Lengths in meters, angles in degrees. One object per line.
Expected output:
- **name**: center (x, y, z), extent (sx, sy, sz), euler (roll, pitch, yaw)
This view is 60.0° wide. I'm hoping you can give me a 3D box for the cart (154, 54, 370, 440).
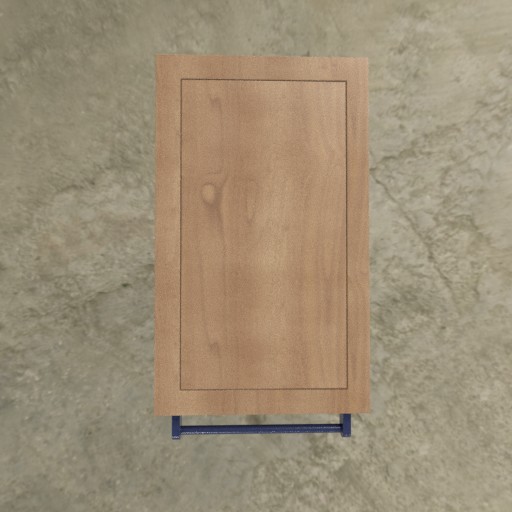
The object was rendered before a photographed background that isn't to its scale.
- **cart**: center (0.000, 0.000, 1.391), extent (0.459, 0.901, 0.840), euler (0, 89, -2)
